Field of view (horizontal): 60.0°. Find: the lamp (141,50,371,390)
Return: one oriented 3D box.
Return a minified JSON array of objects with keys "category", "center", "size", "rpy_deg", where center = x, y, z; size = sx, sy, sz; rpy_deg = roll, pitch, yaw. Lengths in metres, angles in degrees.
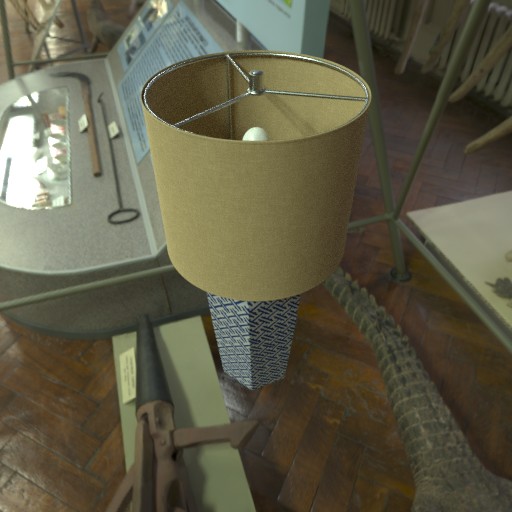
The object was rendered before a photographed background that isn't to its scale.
[{"category":"lamp","center":[0.000,0.000,0.840],"size":[0.320,0.682,0.320],"rpy_deg":[-12,44,-13]}]
